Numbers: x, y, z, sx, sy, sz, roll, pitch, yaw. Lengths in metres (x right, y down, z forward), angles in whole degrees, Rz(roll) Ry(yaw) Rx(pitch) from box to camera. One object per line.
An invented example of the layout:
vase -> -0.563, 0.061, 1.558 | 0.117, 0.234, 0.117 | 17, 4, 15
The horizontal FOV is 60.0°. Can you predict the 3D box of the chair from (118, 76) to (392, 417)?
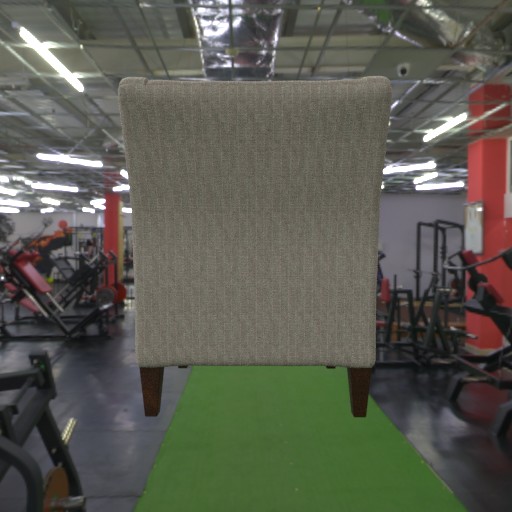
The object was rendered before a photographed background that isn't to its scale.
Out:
chair -> 0.000, 0.000, 1.631 | 0.774, 1.014, 0.870 | 0, 1, 1
